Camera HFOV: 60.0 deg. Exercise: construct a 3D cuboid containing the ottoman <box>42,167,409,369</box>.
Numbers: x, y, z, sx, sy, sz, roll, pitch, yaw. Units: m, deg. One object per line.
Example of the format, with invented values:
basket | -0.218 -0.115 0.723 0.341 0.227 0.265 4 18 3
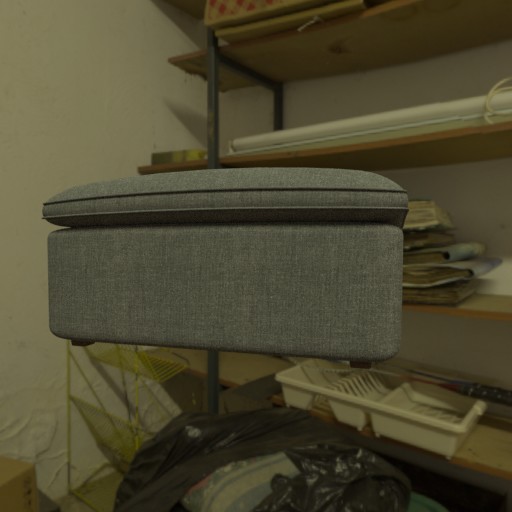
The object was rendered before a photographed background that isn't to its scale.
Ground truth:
ottoman | 0.000 0.000 1.668 1.067 0.559 1.067 0 1 17
